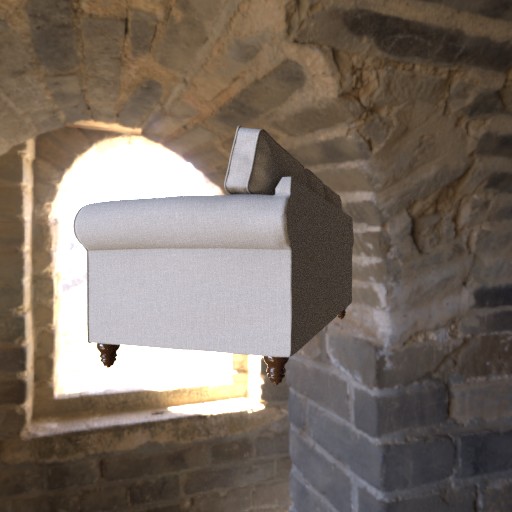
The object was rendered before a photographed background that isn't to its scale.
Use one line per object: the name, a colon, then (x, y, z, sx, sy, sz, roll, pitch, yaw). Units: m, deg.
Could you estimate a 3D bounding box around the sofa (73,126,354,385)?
sofa: (0.000, 0.000, 2.627, 0.916, 0.961, 2.084, 0, 0, 19)
